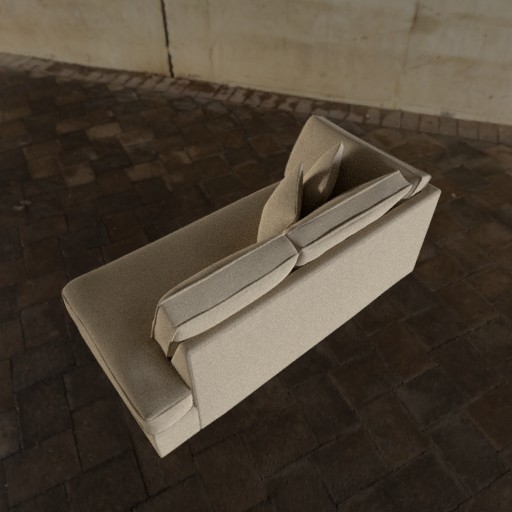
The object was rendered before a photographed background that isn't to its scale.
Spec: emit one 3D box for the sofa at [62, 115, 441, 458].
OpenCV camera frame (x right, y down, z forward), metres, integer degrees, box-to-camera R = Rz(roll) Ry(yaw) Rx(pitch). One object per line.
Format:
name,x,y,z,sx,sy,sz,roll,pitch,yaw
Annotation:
sofa,0.000,0.000,2.863,2.237,1.033,1.110,-30,52,-27
